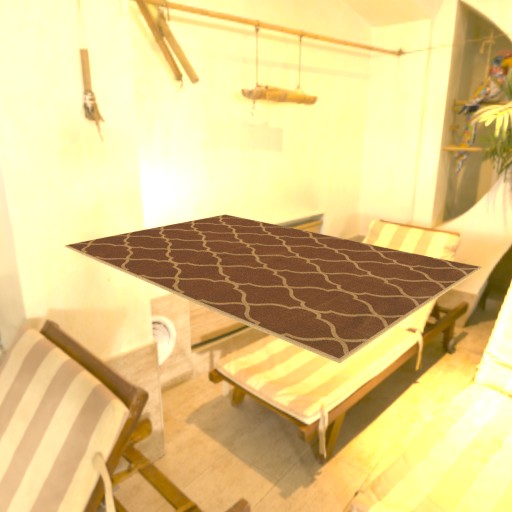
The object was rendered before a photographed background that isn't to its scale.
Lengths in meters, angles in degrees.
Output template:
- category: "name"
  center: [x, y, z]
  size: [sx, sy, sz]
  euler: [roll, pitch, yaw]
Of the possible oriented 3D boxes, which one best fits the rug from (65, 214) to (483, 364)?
- category: "rug"
  center: [0.000, 0.000, 2.875]
  size: [2.290, 0.014, 1.526]
  euler: [15, 23, 42]
